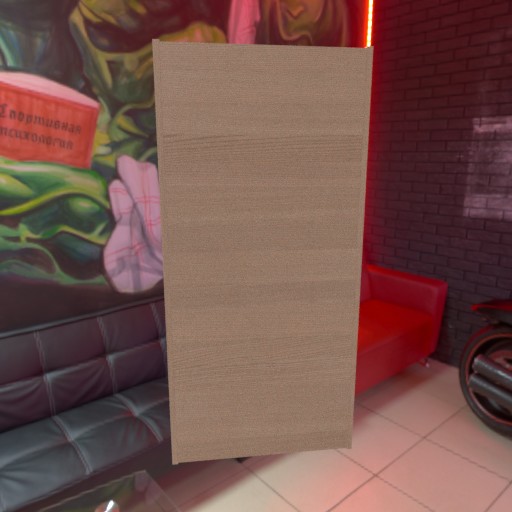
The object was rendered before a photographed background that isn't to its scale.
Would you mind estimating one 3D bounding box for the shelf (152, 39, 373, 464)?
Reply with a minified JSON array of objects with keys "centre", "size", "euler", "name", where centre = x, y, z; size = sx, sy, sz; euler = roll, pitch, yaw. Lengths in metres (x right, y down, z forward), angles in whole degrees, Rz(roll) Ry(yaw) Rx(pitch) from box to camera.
[{"centre":[0.000,0.000,1.060],"size":[0.417,0.876,0.292],"euler":[-2,13,-7],"name":"shelf"}]
